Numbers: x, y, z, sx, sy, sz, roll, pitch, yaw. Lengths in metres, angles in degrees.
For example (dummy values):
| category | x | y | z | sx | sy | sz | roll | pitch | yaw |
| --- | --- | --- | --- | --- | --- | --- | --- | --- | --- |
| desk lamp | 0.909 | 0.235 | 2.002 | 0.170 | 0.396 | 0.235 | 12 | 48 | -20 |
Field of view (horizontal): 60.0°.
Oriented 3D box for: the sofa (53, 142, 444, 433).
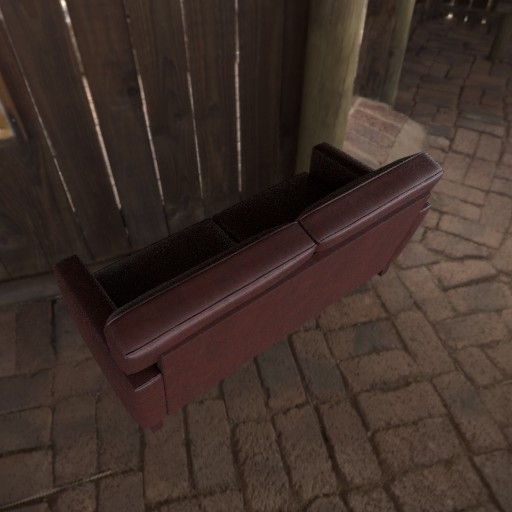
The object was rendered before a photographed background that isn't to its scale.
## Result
| category | x | y | z | sx | sy | sz | roll | pitch | yaw |
| --- | --- | --- | --- | --- | --- | --- | --- | --- | --- |
| sofa | 0.000 | 0.000 | 2.390 | 1.876 | 0.928 | 0.912 | -29 | 52 | -26 |
